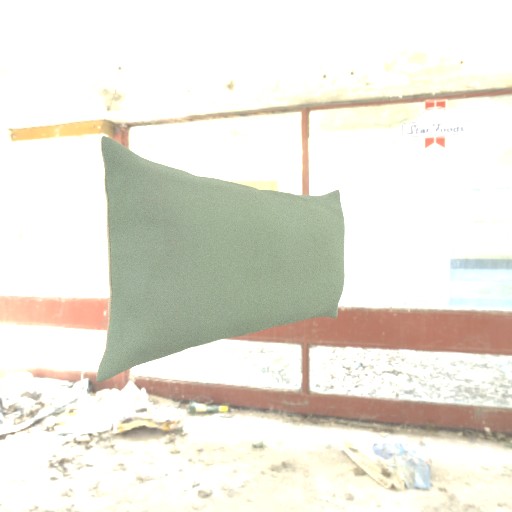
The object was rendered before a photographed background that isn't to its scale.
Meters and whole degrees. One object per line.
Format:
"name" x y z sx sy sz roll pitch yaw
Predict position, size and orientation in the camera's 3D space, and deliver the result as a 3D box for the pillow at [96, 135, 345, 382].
"pillow" 0.000 0.000 0.745 0.151 0.287 0.610 1 1 36
